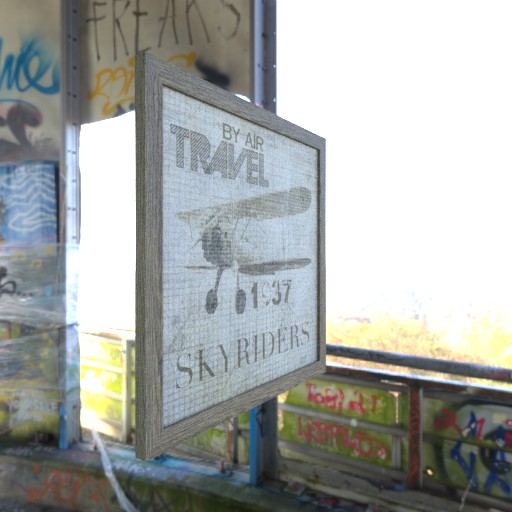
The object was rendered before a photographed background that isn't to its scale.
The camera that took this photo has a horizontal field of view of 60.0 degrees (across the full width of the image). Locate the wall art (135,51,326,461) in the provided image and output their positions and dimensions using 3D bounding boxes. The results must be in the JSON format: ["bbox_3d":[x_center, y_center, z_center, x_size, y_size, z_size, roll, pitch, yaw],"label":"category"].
[{"bbox_3d":[0.000,0.000,0.762,0.019,0.508,0.508,0,0,35],"label":"wall art"}]
